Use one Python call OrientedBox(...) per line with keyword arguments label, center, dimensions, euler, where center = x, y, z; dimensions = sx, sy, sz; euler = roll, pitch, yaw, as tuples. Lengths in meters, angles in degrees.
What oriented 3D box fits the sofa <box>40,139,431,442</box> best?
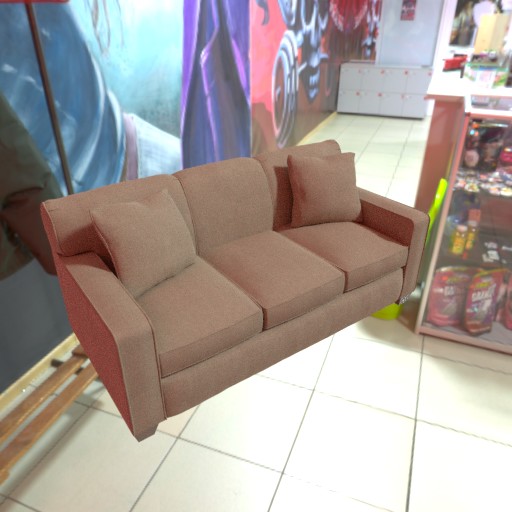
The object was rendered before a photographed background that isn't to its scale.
OrientedBox(label="sofa", center=(0.000, 0.000, 2.613), dimensions=(2.024, 0.958, 0.997), euler=(-19, 34, -31))
